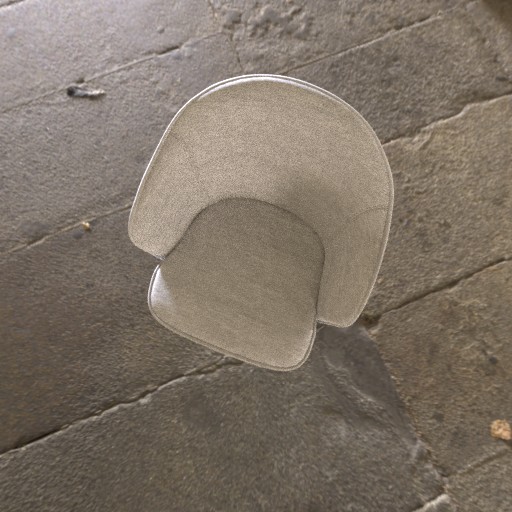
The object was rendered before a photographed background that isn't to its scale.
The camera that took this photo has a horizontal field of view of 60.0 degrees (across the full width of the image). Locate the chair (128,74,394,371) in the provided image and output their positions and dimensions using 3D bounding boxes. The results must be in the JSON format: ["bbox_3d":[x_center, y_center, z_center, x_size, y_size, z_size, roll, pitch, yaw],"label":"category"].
[{"bbox_3d":[0.000,0.000,1.171,0.540,0.800,0.530,21,77,5],"label":"chair"}]
